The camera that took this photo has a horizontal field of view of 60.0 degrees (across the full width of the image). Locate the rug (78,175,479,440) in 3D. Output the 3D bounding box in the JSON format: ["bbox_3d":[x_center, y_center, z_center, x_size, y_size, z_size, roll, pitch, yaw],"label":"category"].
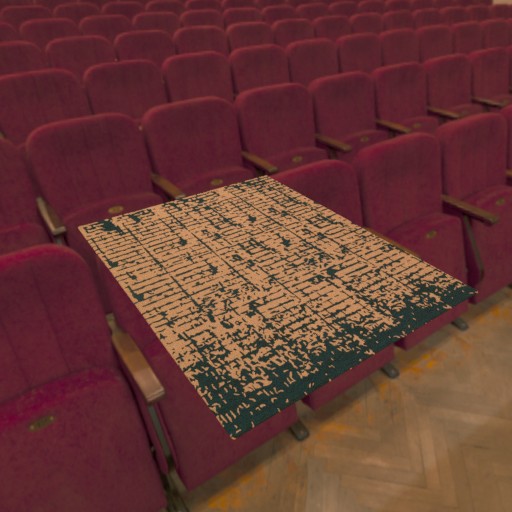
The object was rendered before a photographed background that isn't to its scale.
[{"bbox_3d":[0.000,0.000,4.140,2.416,0.014,3.017,-21,38,-29],"label":"rug"}]
